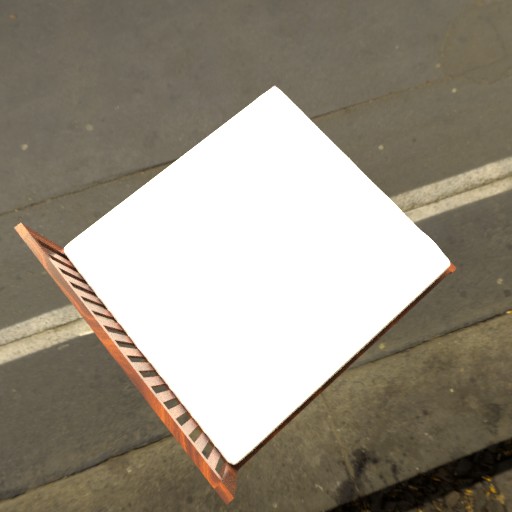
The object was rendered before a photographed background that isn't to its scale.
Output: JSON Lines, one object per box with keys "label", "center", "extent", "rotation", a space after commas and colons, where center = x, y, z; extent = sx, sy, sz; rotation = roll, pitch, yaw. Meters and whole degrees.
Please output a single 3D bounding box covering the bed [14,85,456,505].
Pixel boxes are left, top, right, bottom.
{"label": "bed", "center": [0.000, 0.000, 2.965], "extent": [2.030, 0.890, 1.905], "rotation": [-40, 79, -9]}
